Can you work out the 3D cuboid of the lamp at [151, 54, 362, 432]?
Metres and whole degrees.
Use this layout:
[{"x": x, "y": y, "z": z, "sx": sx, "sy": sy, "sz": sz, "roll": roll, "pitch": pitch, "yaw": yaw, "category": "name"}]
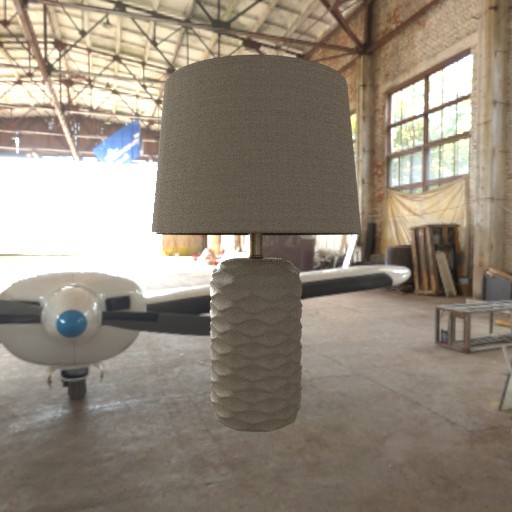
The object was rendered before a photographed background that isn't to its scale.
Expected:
[{"x": 0.000, "y": 0.000, "z": 0.812, "sx": 0.376, "sy": 0.594, "sz": 0.376, "roll": 0, "pitch": 2, "yaw": 0, "category": "lamp"}]
